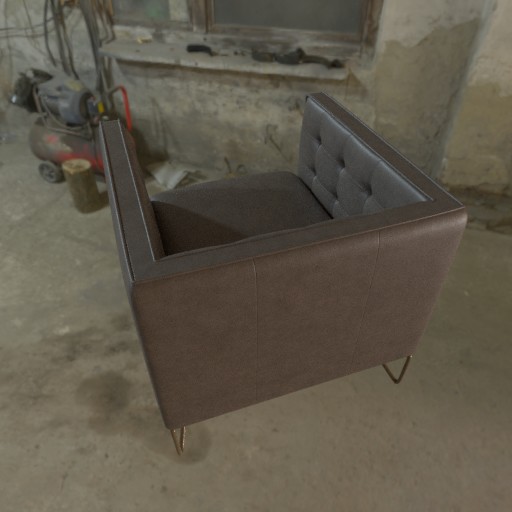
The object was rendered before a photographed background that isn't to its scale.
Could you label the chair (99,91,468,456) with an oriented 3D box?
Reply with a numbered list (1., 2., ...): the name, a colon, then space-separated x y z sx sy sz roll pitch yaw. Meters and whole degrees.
1. chair: 0.000 0.000 1.571 0.880 0.790 0.894 -13 43 -14
